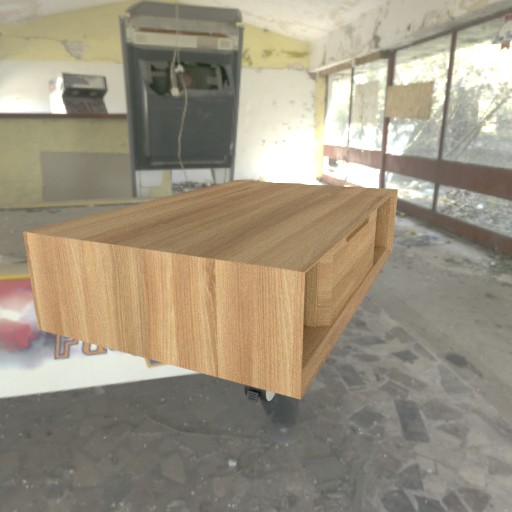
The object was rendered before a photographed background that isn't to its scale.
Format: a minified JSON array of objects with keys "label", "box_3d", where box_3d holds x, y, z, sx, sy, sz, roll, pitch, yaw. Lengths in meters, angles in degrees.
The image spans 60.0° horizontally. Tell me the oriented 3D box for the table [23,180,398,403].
[{"label":"table","box_3d":[0.000,0.000,1.429,0.700,0.330,1.100,8,18,24]}]
